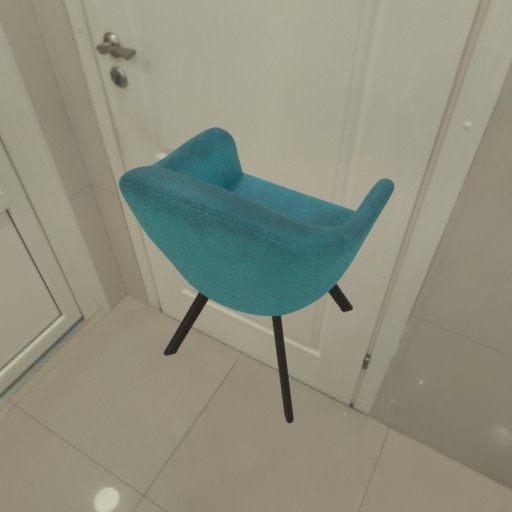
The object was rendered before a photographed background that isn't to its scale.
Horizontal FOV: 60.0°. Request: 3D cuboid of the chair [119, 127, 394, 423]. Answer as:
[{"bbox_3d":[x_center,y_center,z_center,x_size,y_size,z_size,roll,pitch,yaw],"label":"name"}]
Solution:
[{"bbox_3d":[0.000,0.000,1.180,0.540,0.780,0.570,22,50,20],"label":"chair"}]
